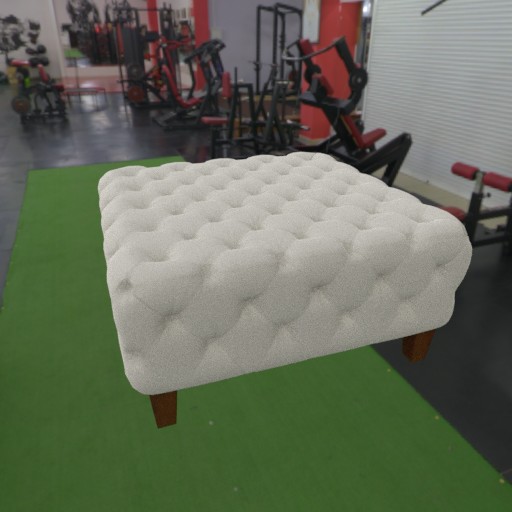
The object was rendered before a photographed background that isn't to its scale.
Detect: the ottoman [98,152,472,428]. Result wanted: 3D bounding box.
[{"bbox_3d":[0.000,0.000,1.195,0.755,0.376,0.753,-9,28,-17],"label":"ottoman"}]
